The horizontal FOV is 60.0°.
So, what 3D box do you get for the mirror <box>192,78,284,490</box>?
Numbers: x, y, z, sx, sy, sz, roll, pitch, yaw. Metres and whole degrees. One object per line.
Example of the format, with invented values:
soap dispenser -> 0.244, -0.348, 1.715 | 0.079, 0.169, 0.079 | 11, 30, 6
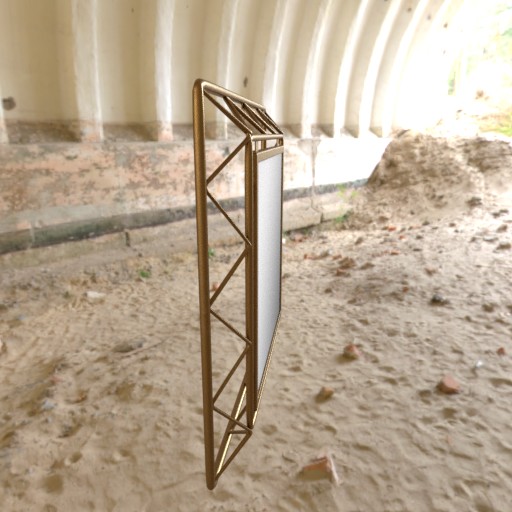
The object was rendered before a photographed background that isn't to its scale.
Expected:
mirror -> 0.000, 0.000, 0.609 | 0.046, 0.414, 0.416 | 2, 16, 8
